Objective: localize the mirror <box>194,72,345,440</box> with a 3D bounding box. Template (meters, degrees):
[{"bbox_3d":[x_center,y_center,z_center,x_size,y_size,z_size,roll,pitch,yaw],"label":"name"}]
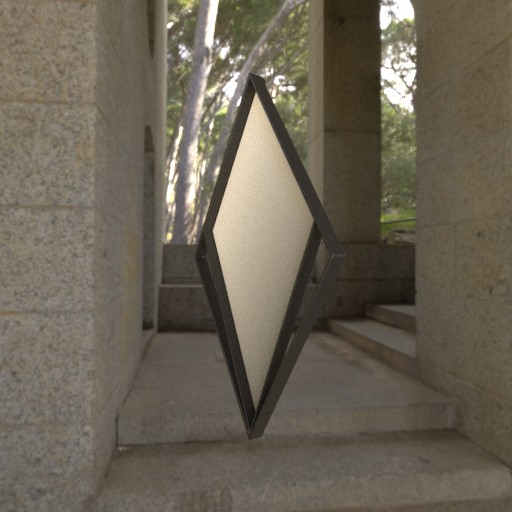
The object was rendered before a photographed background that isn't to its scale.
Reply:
[{"bbox_3d":[0.000,0.000,0.828,0.032,0.679,0.419,0,-1,-37],"label":"mirror"}]
